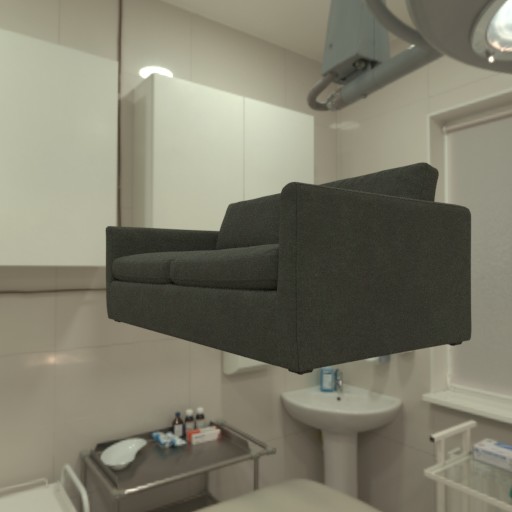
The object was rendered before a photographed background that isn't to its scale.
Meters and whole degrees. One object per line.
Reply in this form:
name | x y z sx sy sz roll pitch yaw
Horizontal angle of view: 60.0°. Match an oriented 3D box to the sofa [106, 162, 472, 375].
sofa | 0.000 0.000 2.482 1.091 0.845 1.909 1 -2 -36
